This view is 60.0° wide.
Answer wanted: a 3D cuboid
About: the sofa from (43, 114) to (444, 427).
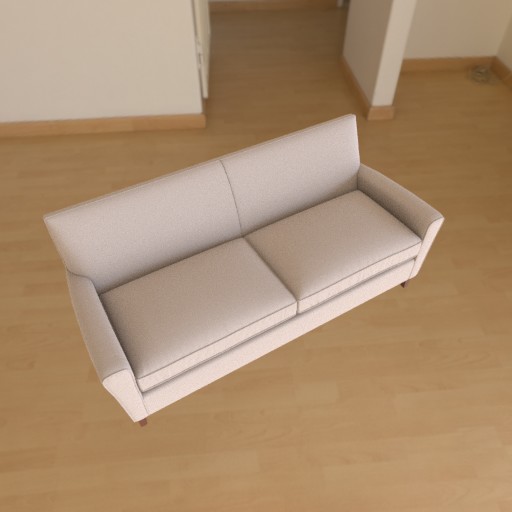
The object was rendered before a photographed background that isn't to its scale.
[{"bbox_3d":[0.000,0.000,2.528,2.000,0.846,0.875,-23,51,-20],"label":"sofa"}]
